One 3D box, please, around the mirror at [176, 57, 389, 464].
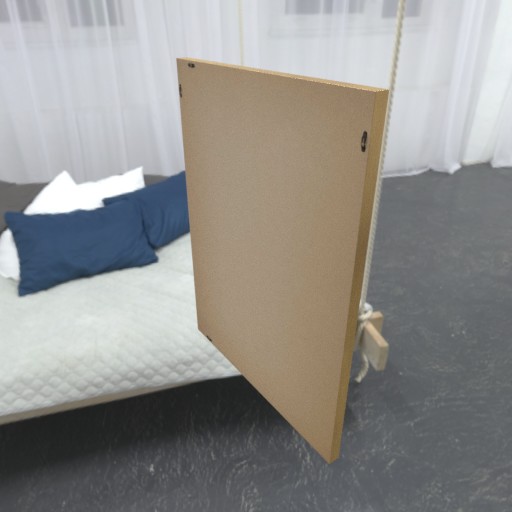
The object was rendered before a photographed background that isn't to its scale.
[{"bbox_3d":[0.000,0.000,1.304,0.041,1.016,0.762,-19,35,-31],"label":"mirror"}]
